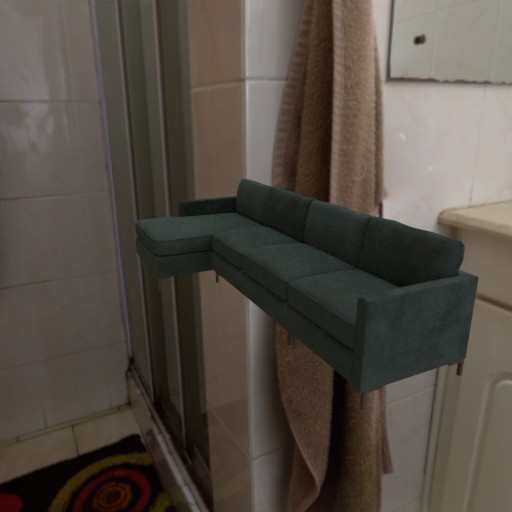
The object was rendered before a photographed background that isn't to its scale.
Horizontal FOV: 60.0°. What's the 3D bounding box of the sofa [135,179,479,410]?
[{"bbox_3d":[0.000,0.000,4.018,1.500,0.967,3.400,-9,20,-25],"label":"sofa"}]
